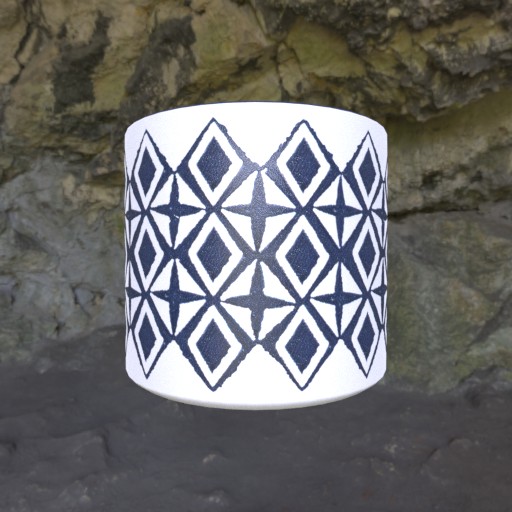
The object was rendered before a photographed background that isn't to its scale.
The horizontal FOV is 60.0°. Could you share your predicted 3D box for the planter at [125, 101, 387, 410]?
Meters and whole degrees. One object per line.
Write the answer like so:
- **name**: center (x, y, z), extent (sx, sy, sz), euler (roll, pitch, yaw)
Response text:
- **planter**: center (0.000, 0.000, 0.320), extent (0.182, 0.165, 0.182), euler (0, 1, 0)
